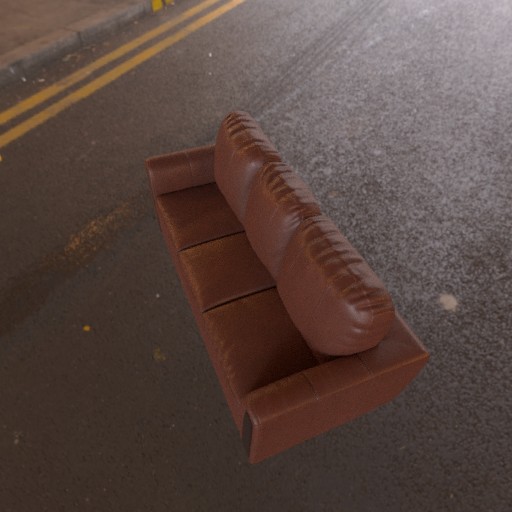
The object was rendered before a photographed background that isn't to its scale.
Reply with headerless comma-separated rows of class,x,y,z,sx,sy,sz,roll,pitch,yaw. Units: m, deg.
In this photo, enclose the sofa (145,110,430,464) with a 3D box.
sofa,0.000,0.000,2.394,0.802,0.915,1.862,-17,48,-15
